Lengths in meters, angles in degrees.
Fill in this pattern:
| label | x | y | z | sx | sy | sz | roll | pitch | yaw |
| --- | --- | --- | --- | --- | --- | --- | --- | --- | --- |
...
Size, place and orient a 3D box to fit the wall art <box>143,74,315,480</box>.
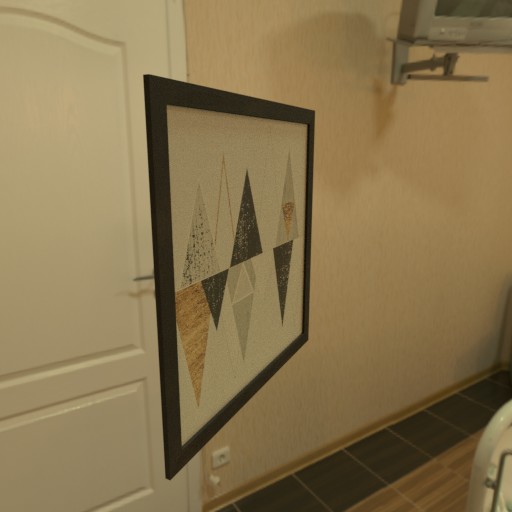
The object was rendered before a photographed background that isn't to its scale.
| label | x | y | z | sx | sy | sz | roll | pitch | yaw |
| --- | --- | --- | --- | --- | --- | --- | --- | --- | --- |
| wall art | 0.000 | 0.000 | 1.221 | 0.013 | 0.823 | 0.823 | 7 | 15 | 27 |
